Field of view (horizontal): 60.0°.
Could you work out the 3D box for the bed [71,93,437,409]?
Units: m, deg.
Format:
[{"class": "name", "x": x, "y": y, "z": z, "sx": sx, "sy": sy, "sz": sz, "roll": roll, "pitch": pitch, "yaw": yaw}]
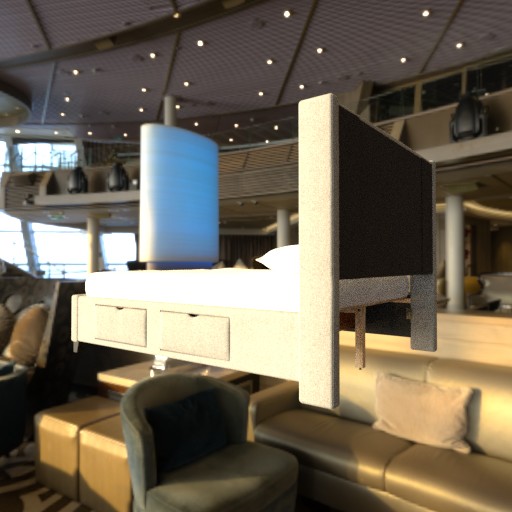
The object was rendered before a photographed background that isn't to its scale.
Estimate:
[{"class": "bed", "x": 0.000, "y": 0.000, "z": 3.431, "sx": 2.222, "sy": 1.491, "sz": 1.774, "roll": -1, "pitch": -1, "yaw": 37}]
